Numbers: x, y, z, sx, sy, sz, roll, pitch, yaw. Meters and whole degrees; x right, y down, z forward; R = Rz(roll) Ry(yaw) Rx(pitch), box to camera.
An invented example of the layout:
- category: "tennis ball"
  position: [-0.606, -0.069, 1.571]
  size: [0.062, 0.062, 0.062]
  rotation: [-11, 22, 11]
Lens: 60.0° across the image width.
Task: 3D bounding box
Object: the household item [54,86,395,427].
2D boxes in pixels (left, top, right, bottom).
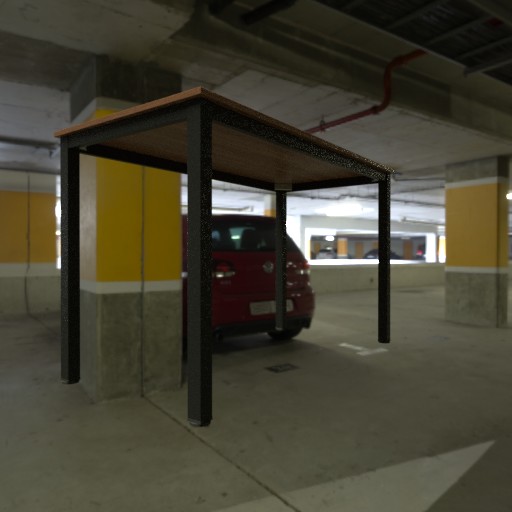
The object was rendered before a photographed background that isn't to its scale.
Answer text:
- category: "household item"
  position: [0.000, 0.000, 1.617]
  size: [0.600, 0.750, 1.200]
  rotation: [0, 0, 37]
